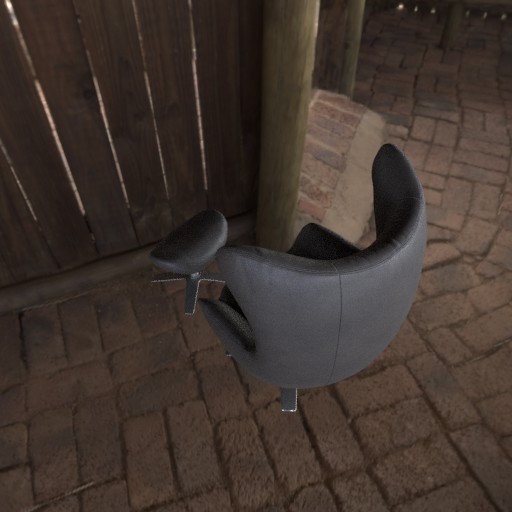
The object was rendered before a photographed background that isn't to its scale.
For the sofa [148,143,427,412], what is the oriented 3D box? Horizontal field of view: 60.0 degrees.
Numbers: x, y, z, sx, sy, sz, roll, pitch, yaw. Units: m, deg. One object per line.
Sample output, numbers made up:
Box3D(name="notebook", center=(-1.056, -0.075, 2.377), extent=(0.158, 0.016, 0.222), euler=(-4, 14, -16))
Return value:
Box3D(name="sofa", center=(0.000, 0.000, 2.070), extent=(0.894, 1.135, 1.444), euler=(-34, 54, -29))
